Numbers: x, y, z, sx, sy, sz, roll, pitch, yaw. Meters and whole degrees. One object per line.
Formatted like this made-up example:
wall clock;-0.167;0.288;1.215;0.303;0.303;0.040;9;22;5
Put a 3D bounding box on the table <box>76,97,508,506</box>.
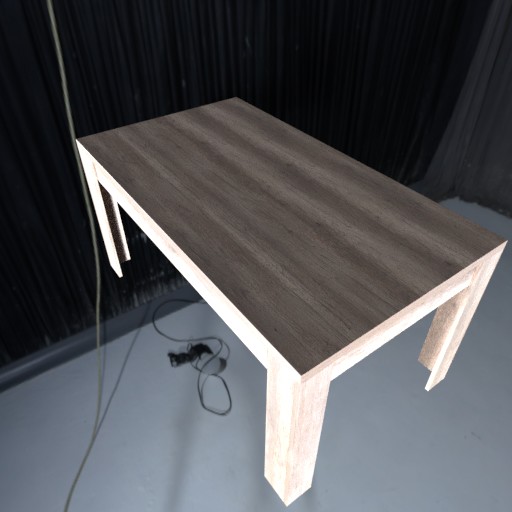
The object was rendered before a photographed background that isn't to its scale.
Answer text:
table;0.000;0.000;2.010;0.900;0.775;1.600;-25;46;-27
